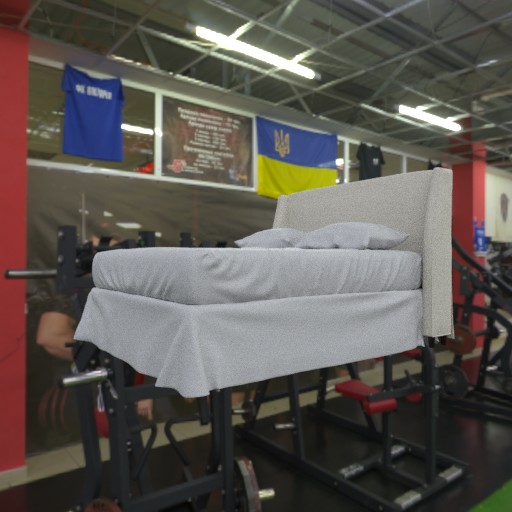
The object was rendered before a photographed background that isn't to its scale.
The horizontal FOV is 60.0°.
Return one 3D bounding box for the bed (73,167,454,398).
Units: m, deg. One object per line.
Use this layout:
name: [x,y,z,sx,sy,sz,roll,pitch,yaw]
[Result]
bed: [0.000,0.000,3.403,2.276,1.332,1.925,0,0,-36]
